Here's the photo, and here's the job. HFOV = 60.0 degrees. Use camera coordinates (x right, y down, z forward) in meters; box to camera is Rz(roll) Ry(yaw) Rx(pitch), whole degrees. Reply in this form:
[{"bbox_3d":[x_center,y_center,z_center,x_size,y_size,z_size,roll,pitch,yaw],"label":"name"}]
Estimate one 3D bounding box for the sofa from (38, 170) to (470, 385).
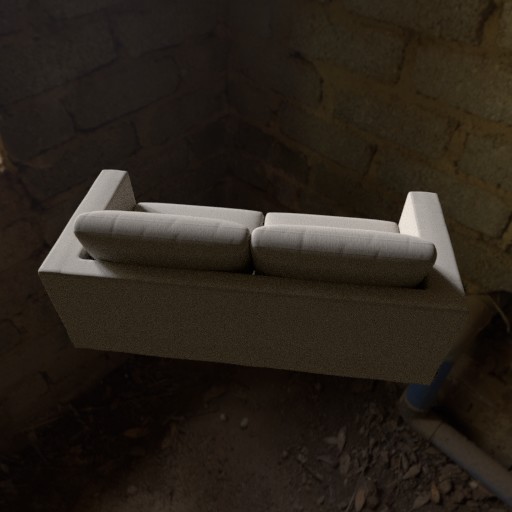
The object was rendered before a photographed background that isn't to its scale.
[{"bbox_3d":[0.000,0.000,2.629,2.163,0.881,0.954,5,45,5],"label":"sofa"}]
